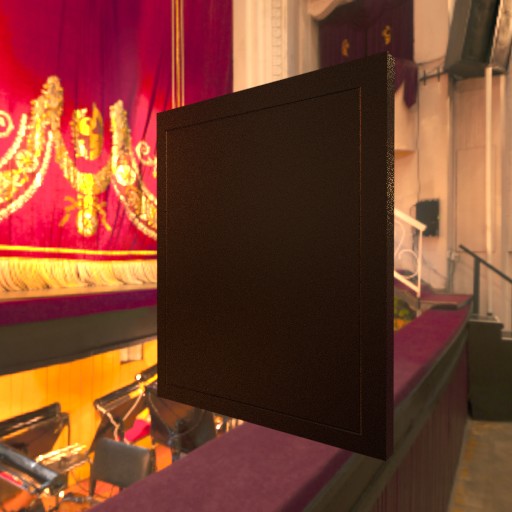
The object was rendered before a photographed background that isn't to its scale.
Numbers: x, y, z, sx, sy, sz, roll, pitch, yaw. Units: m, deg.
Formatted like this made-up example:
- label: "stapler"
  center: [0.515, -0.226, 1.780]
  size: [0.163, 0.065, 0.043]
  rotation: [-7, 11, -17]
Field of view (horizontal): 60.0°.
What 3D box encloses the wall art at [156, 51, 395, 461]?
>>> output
- label: "wall art"
  center: [0.000, 0.000, 0.750]
  size: [0.461, 0.558, 0.031]
  rotation: [0, 1, 36]
